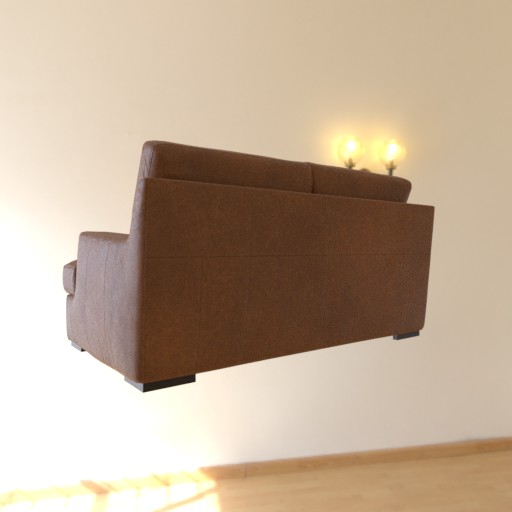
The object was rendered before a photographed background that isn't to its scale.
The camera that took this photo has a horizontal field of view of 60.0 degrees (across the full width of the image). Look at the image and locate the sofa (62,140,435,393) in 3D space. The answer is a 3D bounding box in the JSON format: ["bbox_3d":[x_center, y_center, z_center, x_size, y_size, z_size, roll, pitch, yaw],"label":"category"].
[{"bbox_3d":[0.000,0.000,2.516,1.880,0.966,1.144,-1,1,-37],"label":"sofa"}]
